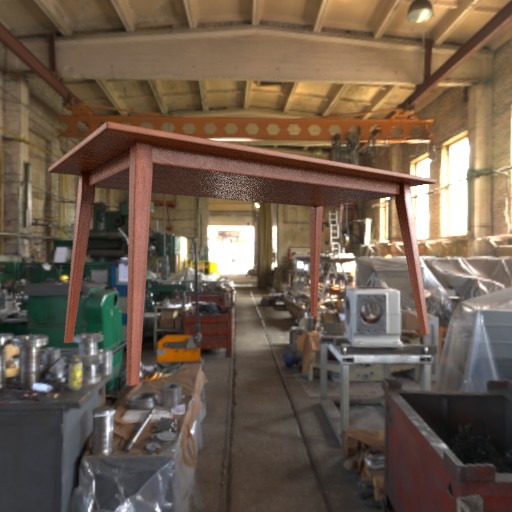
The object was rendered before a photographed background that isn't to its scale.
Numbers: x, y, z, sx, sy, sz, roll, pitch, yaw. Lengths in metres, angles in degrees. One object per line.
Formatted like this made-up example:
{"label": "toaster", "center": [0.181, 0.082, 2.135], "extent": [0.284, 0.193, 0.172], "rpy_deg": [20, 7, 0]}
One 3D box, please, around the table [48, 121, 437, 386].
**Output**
{"label": "table", "center": [0.000, 0.000, 2.037], "extent": [1.609, 0.755, 0.811], "rpy_deg": [0, 0, -36]}
